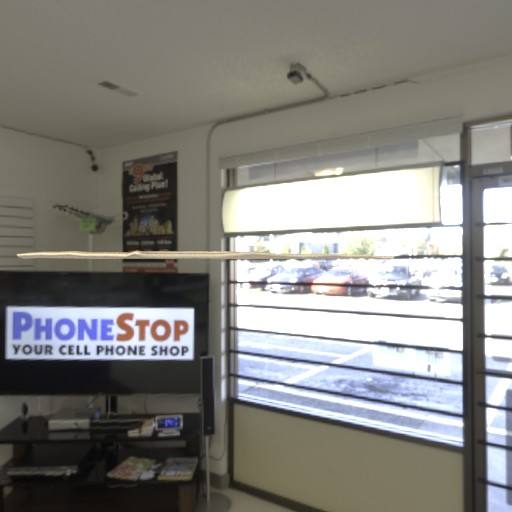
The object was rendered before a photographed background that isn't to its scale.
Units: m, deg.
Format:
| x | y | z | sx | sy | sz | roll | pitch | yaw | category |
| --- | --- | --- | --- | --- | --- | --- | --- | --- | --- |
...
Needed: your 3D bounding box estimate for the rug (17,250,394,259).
| x | y | z | sx | sy | sz | roll | pitch | yaw | category |
| --- | --- | --- | --- | --- | --- | --- | --- | --- | --- |
| 0.000 | 0.000 | 2.630 | 0.831 | 0.036 | 2.381 | 0 | -1 | 37 | rug |
